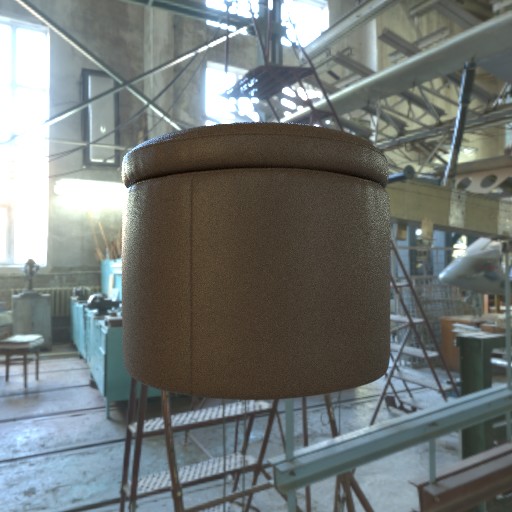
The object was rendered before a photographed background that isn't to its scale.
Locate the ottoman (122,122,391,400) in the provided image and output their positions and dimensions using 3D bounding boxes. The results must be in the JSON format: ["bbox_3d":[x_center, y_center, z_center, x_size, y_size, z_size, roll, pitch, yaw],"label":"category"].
[{"bbox_3d":[0.000,0.000,0.859,0.500,0.409,0.500,0,-1,0],"label":"ottoman"}]
